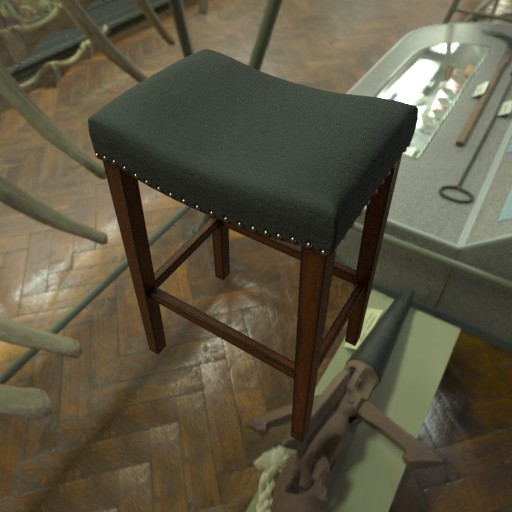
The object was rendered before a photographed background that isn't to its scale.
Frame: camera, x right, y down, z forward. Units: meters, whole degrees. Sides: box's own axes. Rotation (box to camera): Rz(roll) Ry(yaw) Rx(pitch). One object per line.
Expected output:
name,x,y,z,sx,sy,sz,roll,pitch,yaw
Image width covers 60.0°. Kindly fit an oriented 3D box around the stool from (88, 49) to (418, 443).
stool,0.000,0.000,1.028,0.502,0.760,0.366,25,52,21
